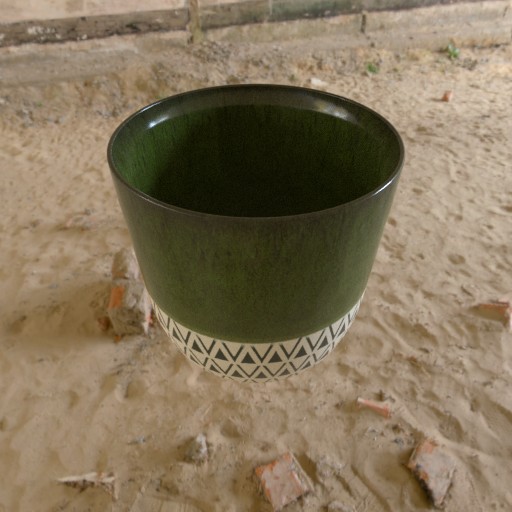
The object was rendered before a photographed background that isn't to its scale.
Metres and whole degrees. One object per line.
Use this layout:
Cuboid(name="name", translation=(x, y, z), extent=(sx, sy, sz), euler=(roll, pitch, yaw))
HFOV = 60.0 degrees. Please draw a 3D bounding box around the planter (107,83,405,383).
Cuboid(name="planter", translation=(0.000, 0.000, 0.462), extent=(0.245, 0.270, 0.245), euler=(0, 41, 0))
